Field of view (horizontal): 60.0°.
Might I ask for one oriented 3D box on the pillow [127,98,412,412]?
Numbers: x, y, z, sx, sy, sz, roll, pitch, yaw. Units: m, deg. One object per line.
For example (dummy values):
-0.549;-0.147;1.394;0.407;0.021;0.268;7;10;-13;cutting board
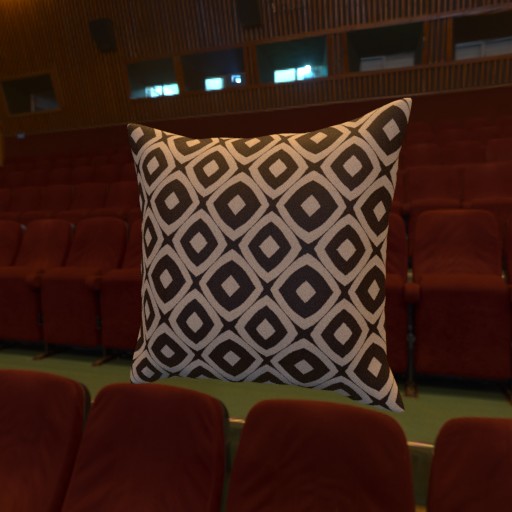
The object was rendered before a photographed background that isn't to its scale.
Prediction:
0.000;0.000;0.769;0.504;0.494;0.188;1;2;17;pillow
